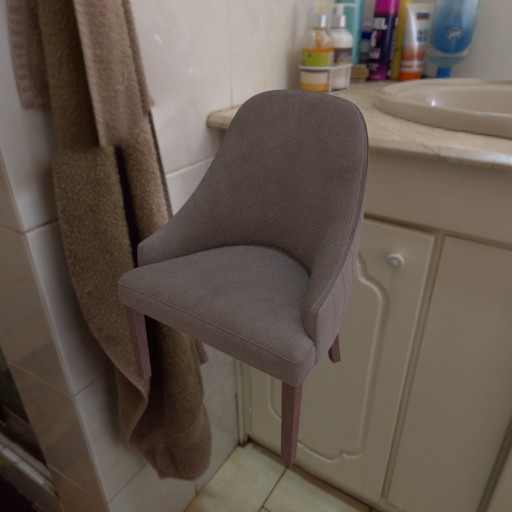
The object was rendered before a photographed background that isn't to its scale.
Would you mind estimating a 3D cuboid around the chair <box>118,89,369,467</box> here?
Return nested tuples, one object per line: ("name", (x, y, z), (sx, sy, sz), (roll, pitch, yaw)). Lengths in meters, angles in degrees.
("chair", (0.000, 0.000, 1.344), (0.643, 0.889, 0.575), (18, 34, 30))
